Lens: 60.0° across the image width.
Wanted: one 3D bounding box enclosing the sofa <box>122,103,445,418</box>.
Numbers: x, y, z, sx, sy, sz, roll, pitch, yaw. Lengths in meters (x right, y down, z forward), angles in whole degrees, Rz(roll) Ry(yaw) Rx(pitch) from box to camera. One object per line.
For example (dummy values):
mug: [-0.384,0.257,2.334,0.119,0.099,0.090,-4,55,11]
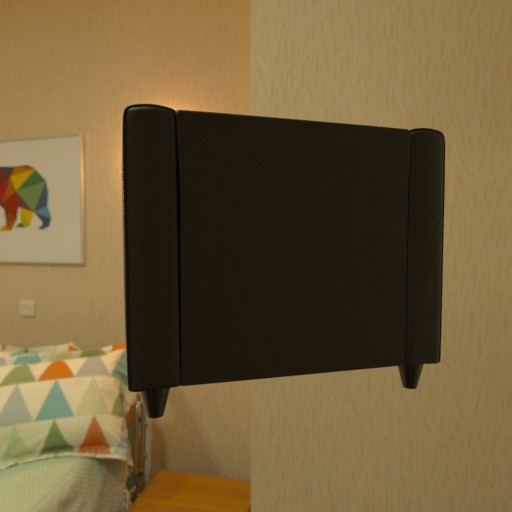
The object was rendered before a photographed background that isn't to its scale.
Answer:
sofa: [0.000,0.000,1.460,0.839,0.724,0.809,-1,2,-17]
